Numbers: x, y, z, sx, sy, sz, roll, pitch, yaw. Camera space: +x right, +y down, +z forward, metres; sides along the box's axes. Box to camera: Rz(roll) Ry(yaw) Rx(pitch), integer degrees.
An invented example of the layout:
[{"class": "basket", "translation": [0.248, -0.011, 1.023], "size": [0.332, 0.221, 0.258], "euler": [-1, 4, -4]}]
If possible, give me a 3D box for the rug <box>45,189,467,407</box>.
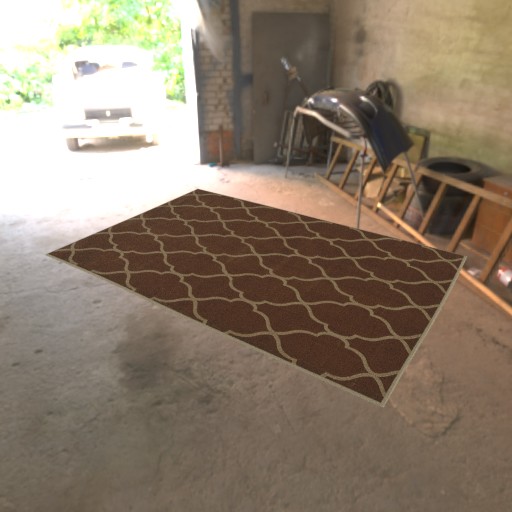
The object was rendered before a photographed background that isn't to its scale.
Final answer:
[{"class": "rug", "translation": [0.000, 0.000, 2.878], "size": [2.294, 0.014, 1.528], "euler": [18, 33, 30]}]
